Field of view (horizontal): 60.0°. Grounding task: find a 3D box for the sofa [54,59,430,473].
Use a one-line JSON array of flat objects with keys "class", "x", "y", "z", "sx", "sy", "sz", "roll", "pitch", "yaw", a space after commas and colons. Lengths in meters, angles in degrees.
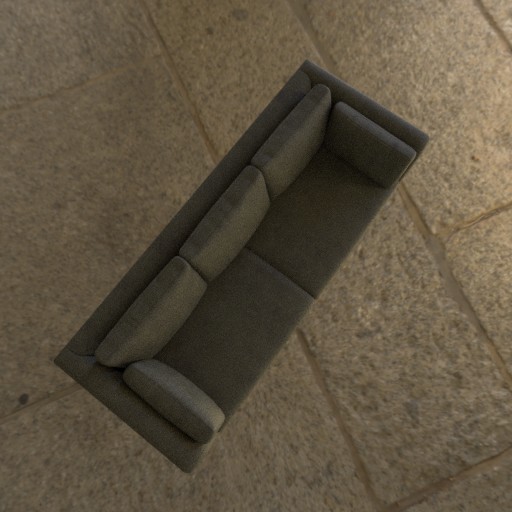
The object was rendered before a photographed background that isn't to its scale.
[{"class": "sofa", "x": 0.000, "y": 0.000, "z": 2.882, "sx": 0.969, "sy": 0.867, "sz": 2.415, "roll": 36, "pitch": 78, "yaw": 9}]
